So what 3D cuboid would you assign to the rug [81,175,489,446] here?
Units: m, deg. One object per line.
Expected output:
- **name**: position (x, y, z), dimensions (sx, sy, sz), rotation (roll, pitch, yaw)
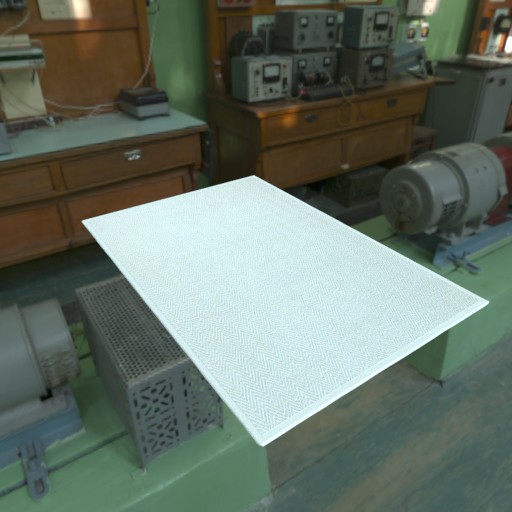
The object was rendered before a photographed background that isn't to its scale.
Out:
- **rug**: position (0.000, 0.000, 2.814), dimensions (1.532, 0.017, 2.244), rotation (-20, 37, -29)
